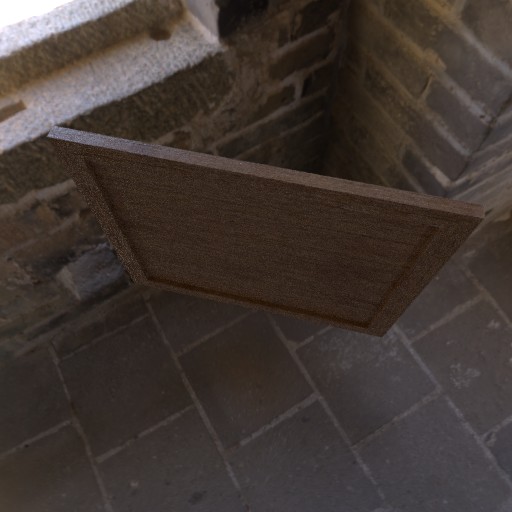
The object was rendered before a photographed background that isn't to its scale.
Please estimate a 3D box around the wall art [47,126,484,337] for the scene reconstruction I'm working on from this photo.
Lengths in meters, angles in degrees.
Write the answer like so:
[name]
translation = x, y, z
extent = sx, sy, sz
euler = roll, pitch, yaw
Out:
[wall art]
translation = 0.000, 0.000, 0.950
extent = 0.690, 0.588, 0.026
euler = 12, 63, 6
